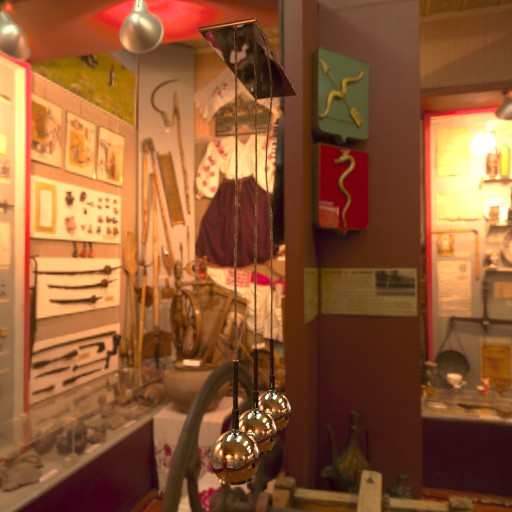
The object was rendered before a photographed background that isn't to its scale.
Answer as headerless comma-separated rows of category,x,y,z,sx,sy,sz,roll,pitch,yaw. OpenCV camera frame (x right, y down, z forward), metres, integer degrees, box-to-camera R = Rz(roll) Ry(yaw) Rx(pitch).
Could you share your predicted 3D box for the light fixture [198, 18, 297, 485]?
light fixture,0.000,0.000,1.632,0.188,1.408,0.623,0,-1,17
